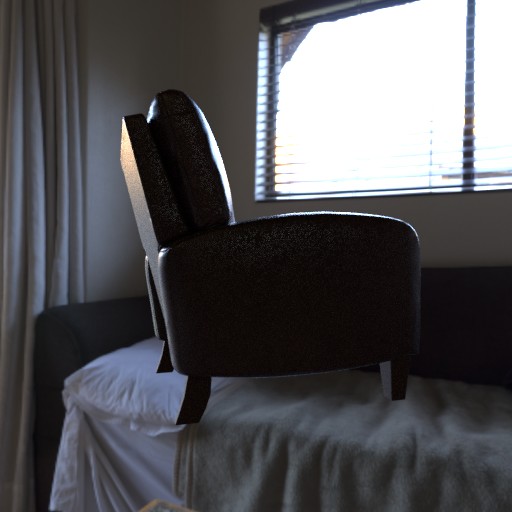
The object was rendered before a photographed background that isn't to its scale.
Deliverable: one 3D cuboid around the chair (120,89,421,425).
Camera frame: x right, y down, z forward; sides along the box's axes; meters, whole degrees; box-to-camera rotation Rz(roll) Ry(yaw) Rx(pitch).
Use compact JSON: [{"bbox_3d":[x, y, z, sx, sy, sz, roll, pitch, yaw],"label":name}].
[{"bbox_3d":[0.000,0.000,1.700,0.990,0.990,0.762,0,-1,-18],"label":"chair"}]
